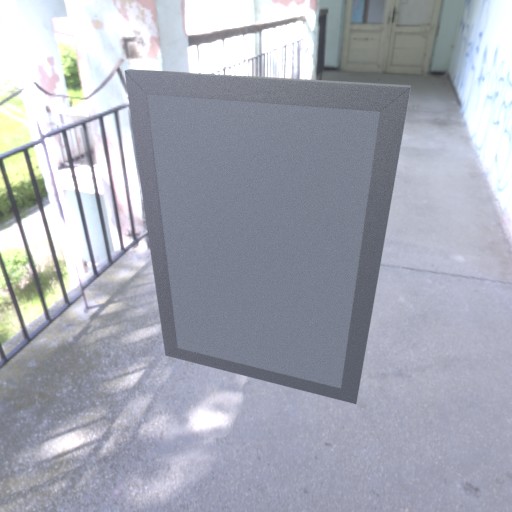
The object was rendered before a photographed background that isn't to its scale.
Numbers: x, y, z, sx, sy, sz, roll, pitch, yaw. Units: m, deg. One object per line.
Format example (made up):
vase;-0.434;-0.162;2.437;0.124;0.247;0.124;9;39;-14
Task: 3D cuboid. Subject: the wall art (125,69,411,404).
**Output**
wall art;0.000;0.000;0.698;0.376;0.529;0.013;10;33;16
